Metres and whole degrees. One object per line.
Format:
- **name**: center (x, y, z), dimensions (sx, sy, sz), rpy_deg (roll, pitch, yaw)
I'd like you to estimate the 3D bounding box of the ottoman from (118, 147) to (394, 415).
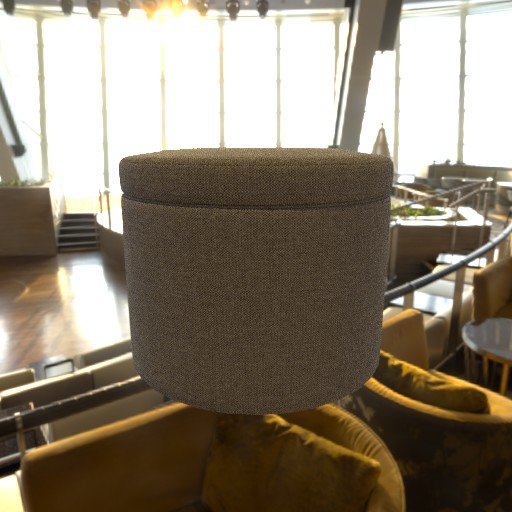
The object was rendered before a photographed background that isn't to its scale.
- **ottoman**: center (0.000, 0.000, 0.879), dimensions (0.500, 0.419, 0.500), rpy_deg (0, 14, 0)
